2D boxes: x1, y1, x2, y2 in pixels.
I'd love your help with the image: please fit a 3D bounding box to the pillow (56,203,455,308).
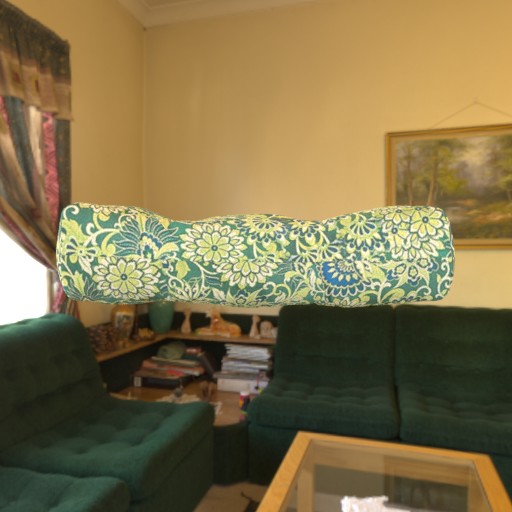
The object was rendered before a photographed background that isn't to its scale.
[{"bbox_3d":[0.000,0.000,0.731,0.468,0.128,0.490,0,1,0],"label":"pillow"}]
